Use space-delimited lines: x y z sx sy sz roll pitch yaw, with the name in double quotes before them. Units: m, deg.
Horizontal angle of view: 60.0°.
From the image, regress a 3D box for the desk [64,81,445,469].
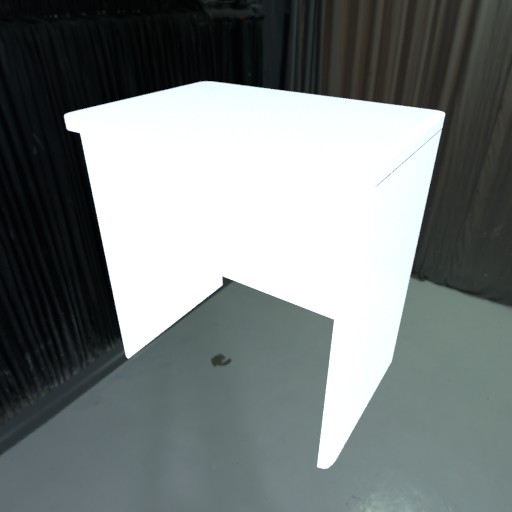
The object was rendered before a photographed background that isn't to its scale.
"desk" 0.000 0.000 1.269 0.762 0.800 0.549 19 36 28
